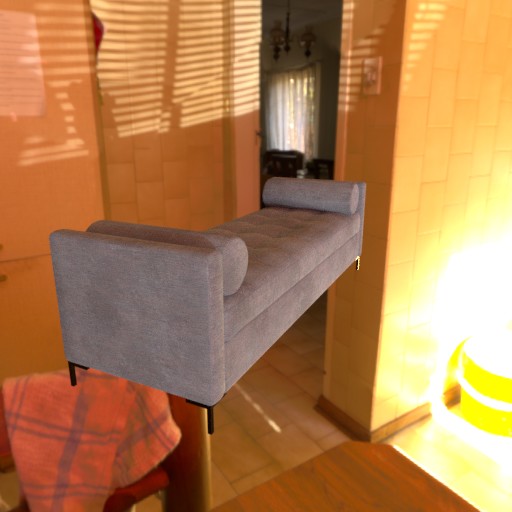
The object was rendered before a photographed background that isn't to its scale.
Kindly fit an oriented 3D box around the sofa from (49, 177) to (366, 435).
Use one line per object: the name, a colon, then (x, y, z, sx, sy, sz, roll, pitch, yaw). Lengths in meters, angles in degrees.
sofa: (0.000, 0.000, 2.367, 0.686, 0.635, 1.981, 8, 18, 25)
